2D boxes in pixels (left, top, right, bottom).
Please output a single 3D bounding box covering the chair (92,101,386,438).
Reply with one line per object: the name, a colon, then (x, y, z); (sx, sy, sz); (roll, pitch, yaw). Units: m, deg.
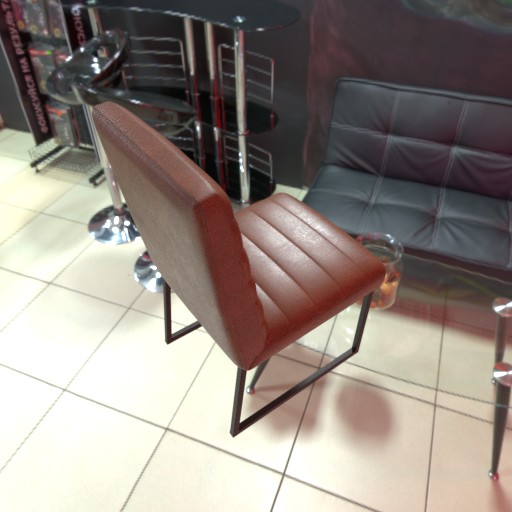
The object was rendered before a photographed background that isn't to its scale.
chair: (0.000, 0.000, 1.334); (0.634, 0.930, 0.520); (-26, 48, -26)
